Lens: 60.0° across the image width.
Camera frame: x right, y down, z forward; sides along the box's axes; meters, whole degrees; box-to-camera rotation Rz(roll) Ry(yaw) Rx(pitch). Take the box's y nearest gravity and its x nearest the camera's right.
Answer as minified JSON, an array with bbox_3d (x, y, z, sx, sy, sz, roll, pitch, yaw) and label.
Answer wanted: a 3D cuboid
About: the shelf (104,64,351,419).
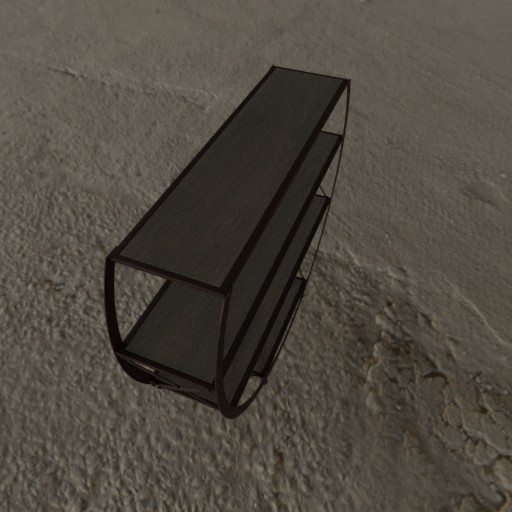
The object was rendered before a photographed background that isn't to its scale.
[{"bbox_3d":[0.000,0.000,1.865,0.344,1.063,1.403,17,50,15],"label":"shelf"}]
